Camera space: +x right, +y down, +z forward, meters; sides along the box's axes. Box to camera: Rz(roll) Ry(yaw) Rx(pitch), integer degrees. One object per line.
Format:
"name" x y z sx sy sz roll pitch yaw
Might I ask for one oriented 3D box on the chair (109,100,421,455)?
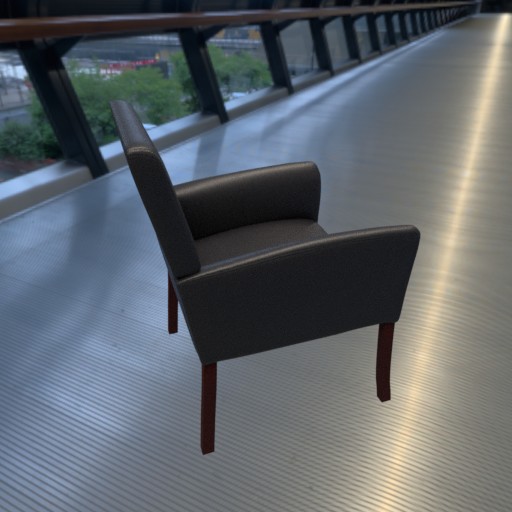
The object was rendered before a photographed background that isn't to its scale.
"chair" 0.000 0.000 1.480 0.772 0.951 0.683 -9 30 -17
